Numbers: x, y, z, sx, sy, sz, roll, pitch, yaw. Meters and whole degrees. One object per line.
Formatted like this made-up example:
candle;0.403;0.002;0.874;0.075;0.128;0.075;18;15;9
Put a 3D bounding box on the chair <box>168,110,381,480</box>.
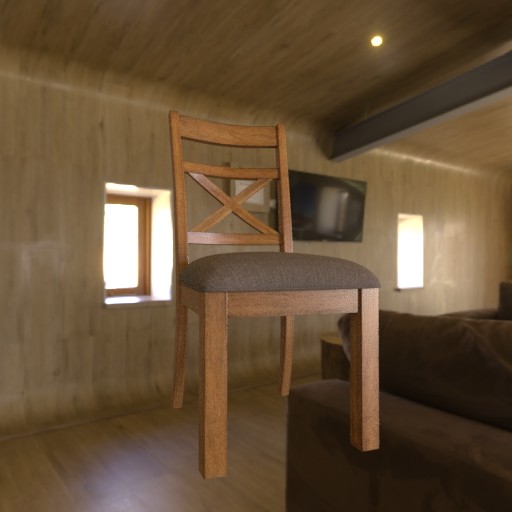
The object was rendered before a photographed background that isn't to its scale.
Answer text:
chair;0.000;0.000;1.269;0.470;0.949;0.581;0;-1;-21
